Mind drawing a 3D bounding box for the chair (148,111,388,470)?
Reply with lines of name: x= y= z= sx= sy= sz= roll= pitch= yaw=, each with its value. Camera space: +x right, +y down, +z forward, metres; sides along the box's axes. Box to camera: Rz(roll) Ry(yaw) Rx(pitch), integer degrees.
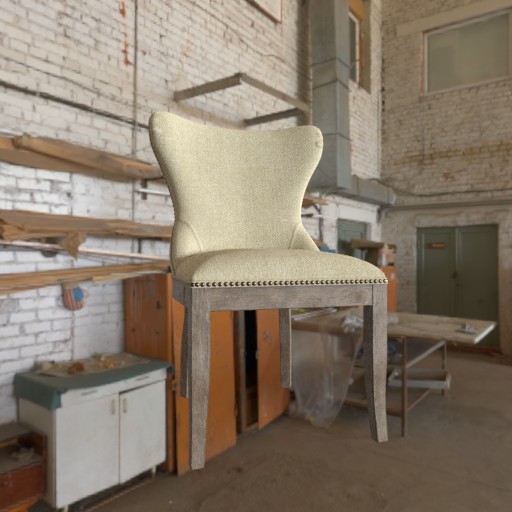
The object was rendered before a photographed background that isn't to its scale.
chair: x=0.000 y=0.000 z=1.436 sx=0.654 sy=1.002 sz=0.681 roll=0 pitch=0 yaw=-18
